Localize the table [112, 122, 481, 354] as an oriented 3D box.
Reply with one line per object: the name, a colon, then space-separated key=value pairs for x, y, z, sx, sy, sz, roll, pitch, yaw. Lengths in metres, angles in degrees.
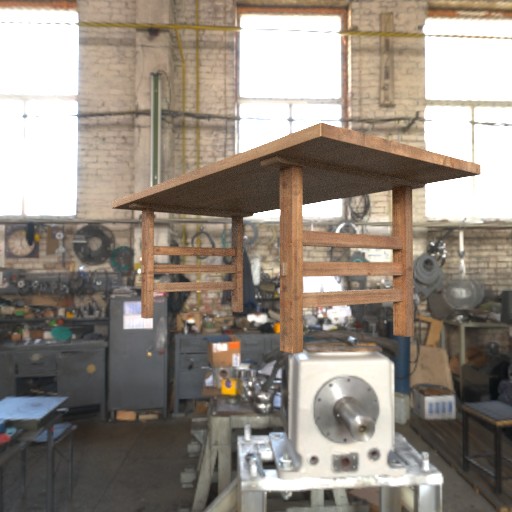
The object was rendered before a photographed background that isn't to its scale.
table: x=0.000 y=0.000 z=2.434 sx=0.952 sy=0.760 sz=2.003 roll=1 pitch=-2 yaw=-36
